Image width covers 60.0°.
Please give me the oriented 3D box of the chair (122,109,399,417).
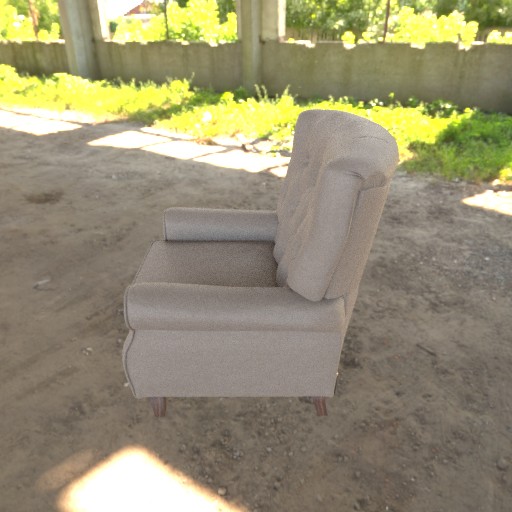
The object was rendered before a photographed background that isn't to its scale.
[{"bbox_3d":[0.000,0.000,1.914,1.041,1.138,0.999,0,27,0],"label":"chair"}]
